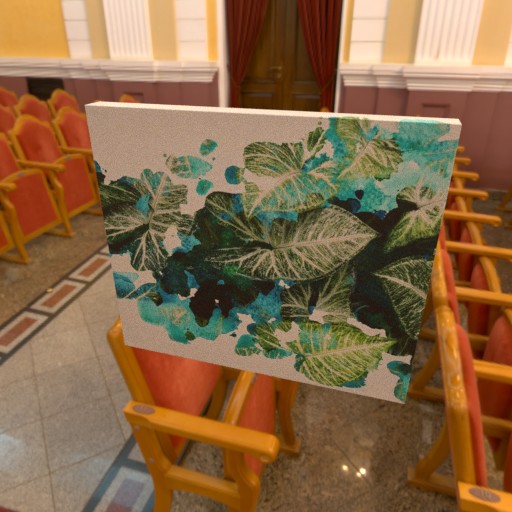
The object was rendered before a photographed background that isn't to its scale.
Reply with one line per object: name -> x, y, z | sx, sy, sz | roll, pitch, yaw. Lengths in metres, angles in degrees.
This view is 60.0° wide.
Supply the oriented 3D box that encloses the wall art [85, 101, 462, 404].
wall art -> 0.000, 0.000, 0.691 | 0.507, 0.435, 0.041 | 8, 28, 15
